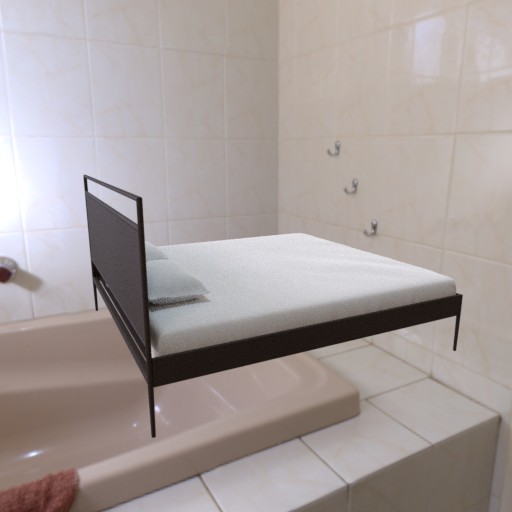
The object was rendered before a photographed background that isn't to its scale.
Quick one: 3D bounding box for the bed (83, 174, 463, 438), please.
[{"bbox_3d":[0.000,0.000,3.359,2.151,1.173,1.993,-7,15,-26],"label":"bed"}]
